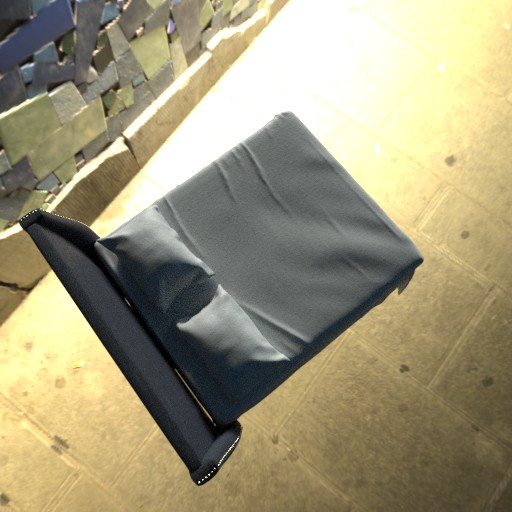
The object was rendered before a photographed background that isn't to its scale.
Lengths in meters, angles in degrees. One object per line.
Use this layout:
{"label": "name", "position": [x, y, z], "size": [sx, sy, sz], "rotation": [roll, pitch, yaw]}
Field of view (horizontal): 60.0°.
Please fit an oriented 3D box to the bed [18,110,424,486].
{"label": "bed", "position": [0.000, 0.000, 3.332], "size": [2.276, 1.332, 1.925], "rotation": [-37, 78, -9]}
